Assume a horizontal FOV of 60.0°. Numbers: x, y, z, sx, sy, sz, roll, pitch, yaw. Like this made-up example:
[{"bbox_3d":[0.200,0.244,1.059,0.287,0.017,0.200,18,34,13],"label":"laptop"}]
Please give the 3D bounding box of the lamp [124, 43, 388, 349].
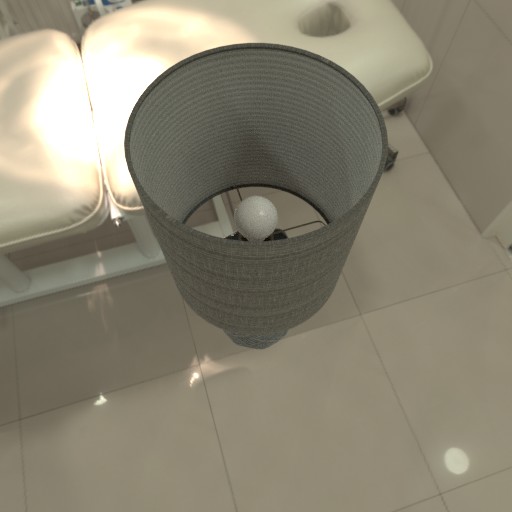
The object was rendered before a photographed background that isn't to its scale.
[{"bbox_3d":[0.000,0.000,0.706,0.268,0.566,0.269,-16,64,-8],"label":"lamp"}]
